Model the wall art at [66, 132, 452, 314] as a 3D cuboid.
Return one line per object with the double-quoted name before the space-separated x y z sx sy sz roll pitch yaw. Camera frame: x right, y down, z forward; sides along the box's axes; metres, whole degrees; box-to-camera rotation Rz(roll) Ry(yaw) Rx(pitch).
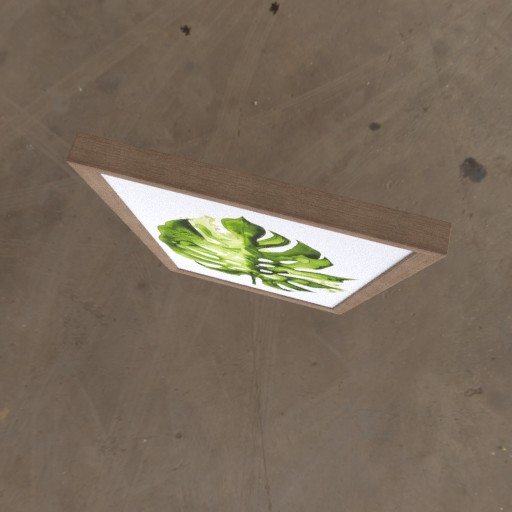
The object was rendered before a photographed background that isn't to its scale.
"wall art" 0.000 0.000 0.650 0.356 0.509 0.031 14 77 3
